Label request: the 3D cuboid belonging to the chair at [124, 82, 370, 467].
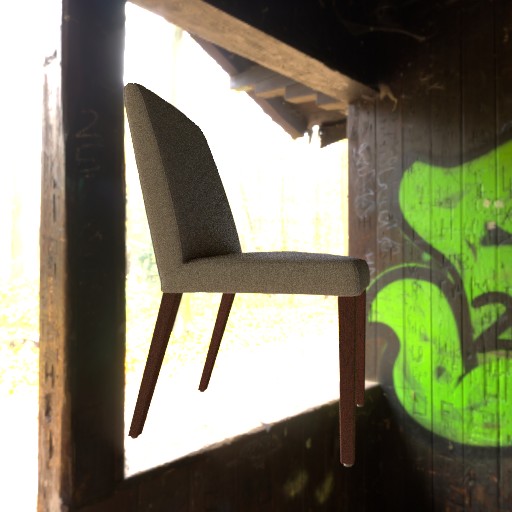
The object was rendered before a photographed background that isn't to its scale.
[{"bbox_3d":[0.000,0.000,1.226,0.594,0.900,0.480,0,-1,17],"label":"chair"}]
